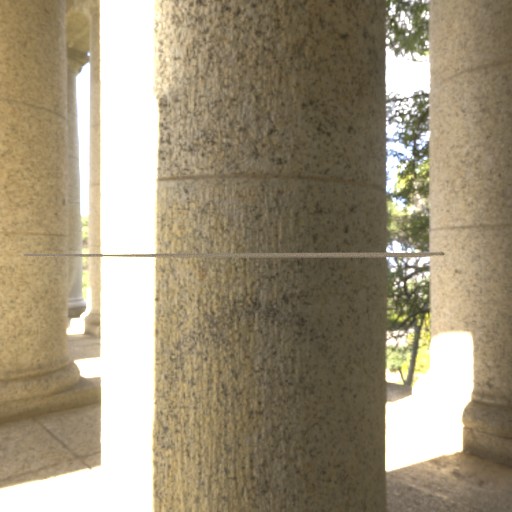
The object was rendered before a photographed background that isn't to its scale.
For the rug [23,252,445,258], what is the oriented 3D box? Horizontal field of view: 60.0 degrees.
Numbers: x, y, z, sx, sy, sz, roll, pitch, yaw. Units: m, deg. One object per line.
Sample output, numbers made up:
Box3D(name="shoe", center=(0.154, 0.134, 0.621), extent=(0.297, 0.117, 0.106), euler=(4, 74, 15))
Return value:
Box3D(name="rug", center=(0.000, 0.000, 4.122), extent=(3.051, 0.020, 2.407), euler=(0, 0, 18))
